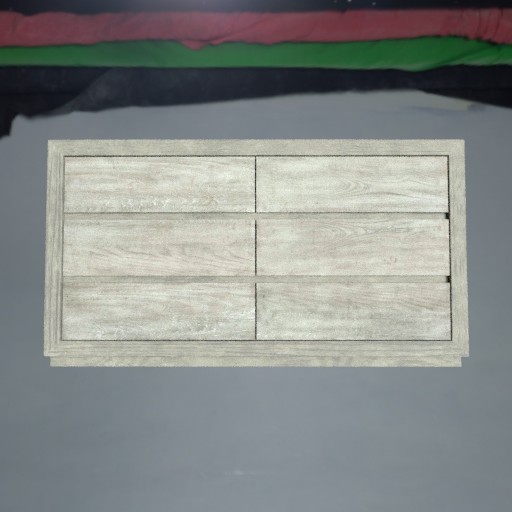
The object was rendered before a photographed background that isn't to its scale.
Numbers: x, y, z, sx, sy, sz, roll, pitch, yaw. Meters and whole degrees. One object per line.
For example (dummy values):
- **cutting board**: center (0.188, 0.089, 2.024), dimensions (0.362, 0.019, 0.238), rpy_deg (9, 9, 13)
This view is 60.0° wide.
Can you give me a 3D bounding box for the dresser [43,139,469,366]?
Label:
- **dresser**: center (0.000, 0.000, 1.950), dimensions (1.628, 0.889, 0.483), rpy_deg (0, -2, 0)
